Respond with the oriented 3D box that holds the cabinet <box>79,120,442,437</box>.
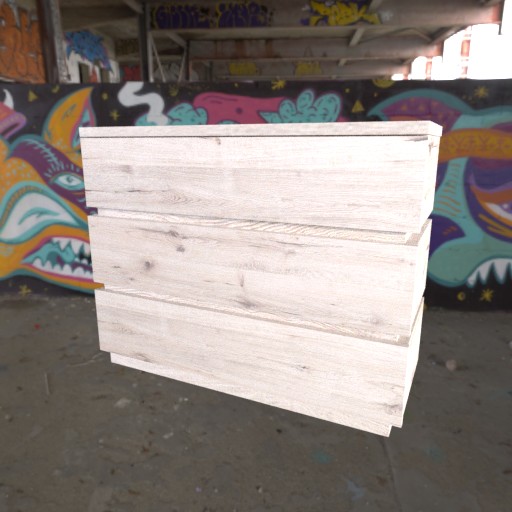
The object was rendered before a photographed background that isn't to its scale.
[{"bbox_3d":[0.000,0.000,1.467,1.040,0.820,0.420,7,16,25],"label":"cabinet"}]
